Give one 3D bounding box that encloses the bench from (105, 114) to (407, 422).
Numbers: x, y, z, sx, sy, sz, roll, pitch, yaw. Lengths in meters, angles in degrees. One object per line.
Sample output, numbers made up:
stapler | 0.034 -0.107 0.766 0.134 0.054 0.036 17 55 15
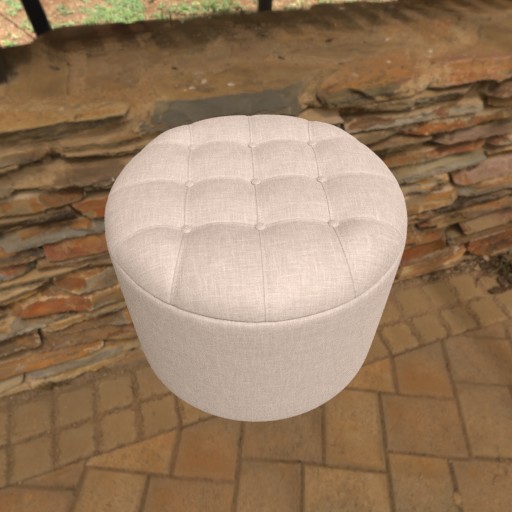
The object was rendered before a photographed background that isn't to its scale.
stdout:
bench | 0.000 0.000 1.008 0.600 0.453 0.600 0 46 0
